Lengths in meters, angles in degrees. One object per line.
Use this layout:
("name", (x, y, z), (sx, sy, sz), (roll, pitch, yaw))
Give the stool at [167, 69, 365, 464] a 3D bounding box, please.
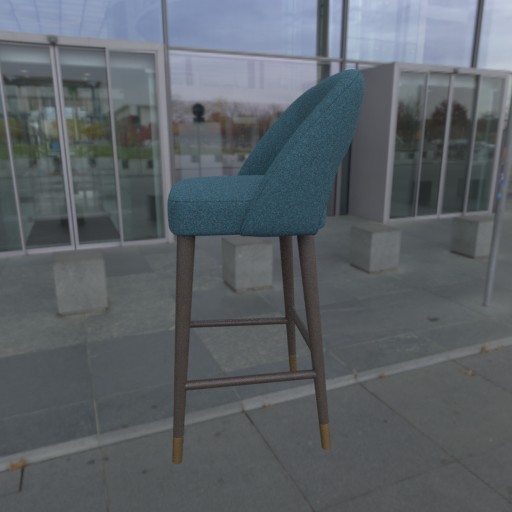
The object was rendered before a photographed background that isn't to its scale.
("stool", (0.000, 0.000, 1.323), (0.522, 1.032, 0.536), (-2, 15, -8))
